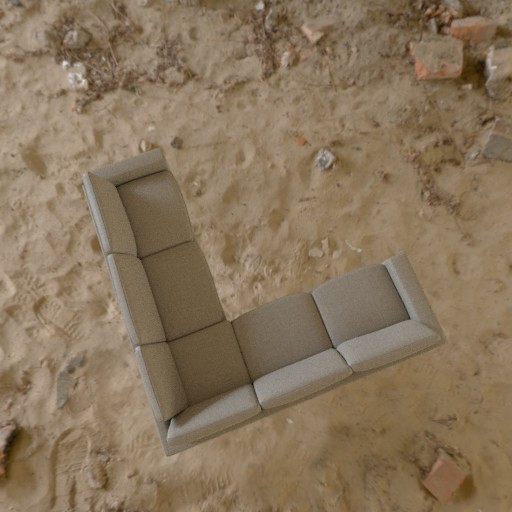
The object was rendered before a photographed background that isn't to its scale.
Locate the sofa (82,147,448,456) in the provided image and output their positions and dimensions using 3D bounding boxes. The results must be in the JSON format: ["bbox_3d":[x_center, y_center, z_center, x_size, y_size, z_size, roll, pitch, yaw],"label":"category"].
[{"bbox_3d":[0.000,0.000,4.208,2.622,0.800,2.742,-20,76,-5],"label":"sofa"}]
